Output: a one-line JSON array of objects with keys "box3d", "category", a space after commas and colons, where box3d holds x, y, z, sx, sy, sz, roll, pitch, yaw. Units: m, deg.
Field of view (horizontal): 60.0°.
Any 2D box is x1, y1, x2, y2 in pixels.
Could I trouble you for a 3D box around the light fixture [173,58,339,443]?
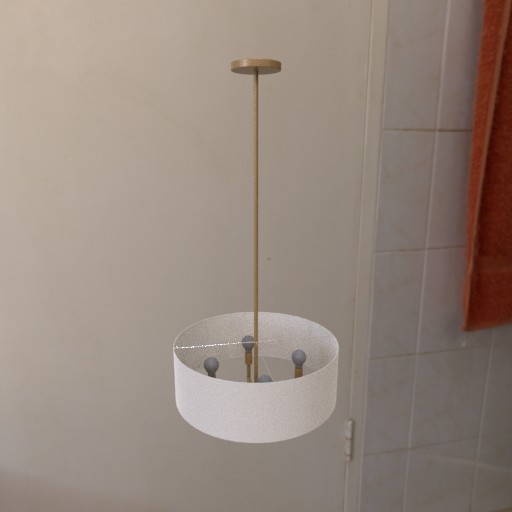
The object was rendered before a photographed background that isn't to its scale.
[{"box3d": [0.000, 0.000, 1.318, 0.508, 1.067, 0.508, 0, 14, 0], "category": "light fixture"}]
